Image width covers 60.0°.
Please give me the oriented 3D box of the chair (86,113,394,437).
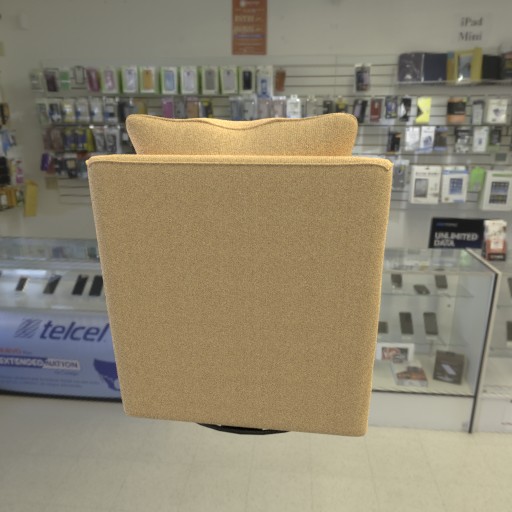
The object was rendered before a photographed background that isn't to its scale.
[{"bbox_3d":[0.000,0.000,1.542,0.760,0.927,0.876,2,16,7],"label":"chair"}]
